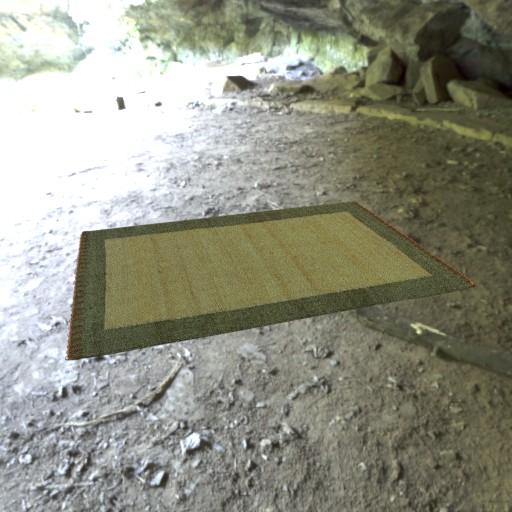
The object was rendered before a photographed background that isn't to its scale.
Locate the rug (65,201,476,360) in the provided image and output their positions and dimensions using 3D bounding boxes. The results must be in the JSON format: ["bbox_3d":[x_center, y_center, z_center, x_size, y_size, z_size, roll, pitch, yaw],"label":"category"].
[{"bbox_3d":[0.000,0.000,2.366,1.838,0.019,1.220,-8,28,-15],"label":"rug"}]
